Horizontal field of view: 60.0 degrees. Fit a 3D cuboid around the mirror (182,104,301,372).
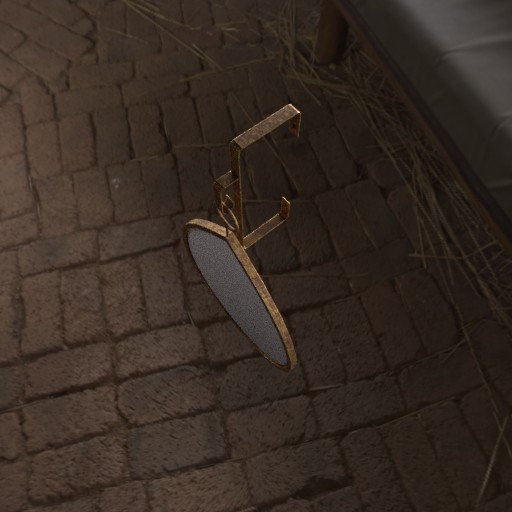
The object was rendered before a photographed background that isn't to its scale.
[{"bbox_3d":[0.000,0.000,0.914,0.144,0.744,0.405,-37,70,-16],"label":"mirror"}]
